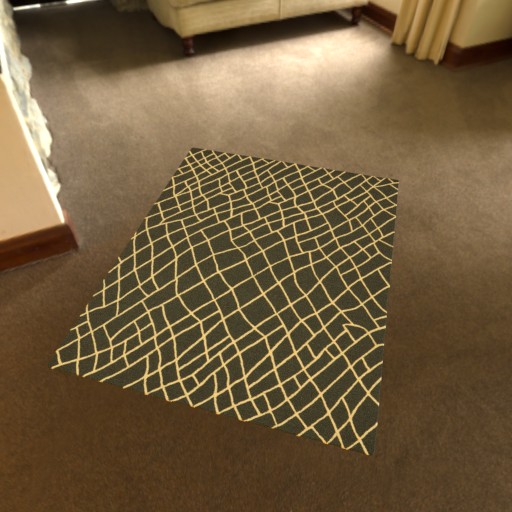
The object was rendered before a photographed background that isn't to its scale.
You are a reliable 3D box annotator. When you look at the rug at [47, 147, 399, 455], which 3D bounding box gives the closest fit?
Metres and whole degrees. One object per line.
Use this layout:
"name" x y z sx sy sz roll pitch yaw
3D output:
"rug" 0.000 0.000 4.108 2.439 0.022 3.047 11 48 10
